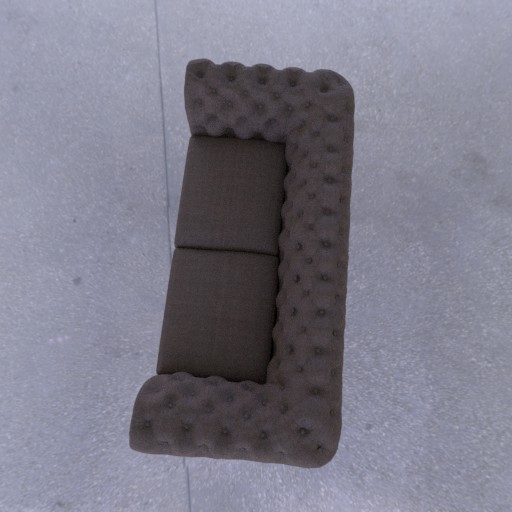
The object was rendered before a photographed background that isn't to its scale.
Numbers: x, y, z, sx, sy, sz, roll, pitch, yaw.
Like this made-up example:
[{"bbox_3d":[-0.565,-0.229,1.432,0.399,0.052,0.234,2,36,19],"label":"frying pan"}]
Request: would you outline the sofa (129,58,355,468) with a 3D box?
[{"bbox_3d":[0.000,0.000,2.480,0.944,0.780,2.048,5,75,1],"label":"sofa"}]
